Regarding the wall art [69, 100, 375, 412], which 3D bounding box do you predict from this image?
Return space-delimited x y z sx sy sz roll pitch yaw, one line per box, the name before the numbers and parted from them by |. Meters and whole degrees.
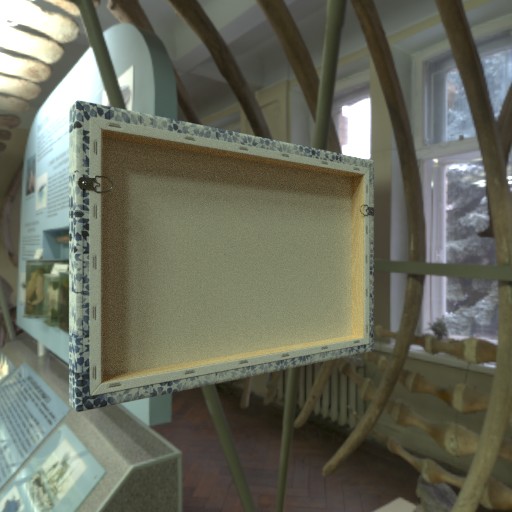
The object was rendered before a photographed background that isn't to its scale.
wall art | 0.000 0.000 1.154 0.911 0.608 0.057 0 0 -37
